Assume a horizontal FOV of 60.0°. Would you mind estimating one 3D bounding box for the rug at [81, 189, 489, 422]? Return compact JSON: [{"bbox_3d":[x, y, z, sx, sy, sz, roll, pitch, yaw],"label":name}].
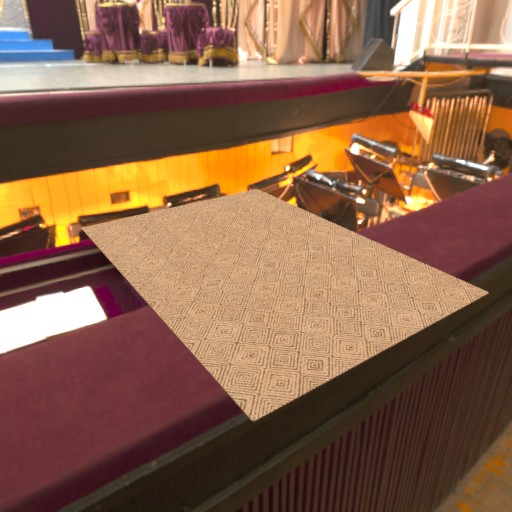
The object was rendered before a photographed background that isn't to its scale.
[{"bbox_3d":[0.000,0.000,2.869,1.593,0.008,2.238,-17,31,-31],"label":"rug"}]
